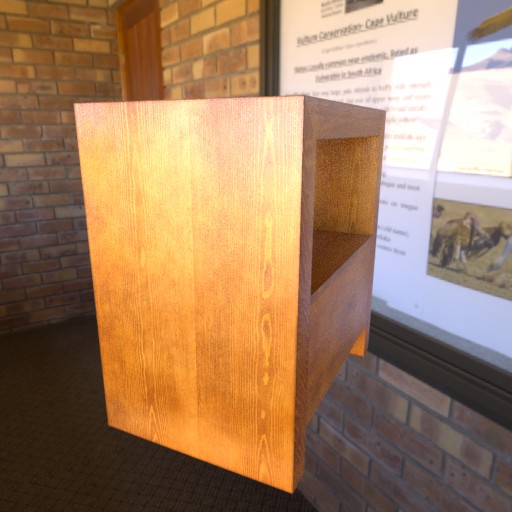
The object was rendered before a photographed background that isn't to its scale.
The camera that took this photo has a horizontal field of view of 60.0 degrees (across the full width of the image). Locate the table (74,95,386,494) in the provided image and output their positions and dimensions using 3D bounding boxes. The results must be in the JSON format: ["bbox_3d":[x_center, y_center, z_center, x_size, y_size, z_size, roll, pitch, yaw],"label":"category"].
[{"bbox_3d":[0.000,0.000,0.951,0.400,0.605,0.550,8,18,25],"label":"table"}]
